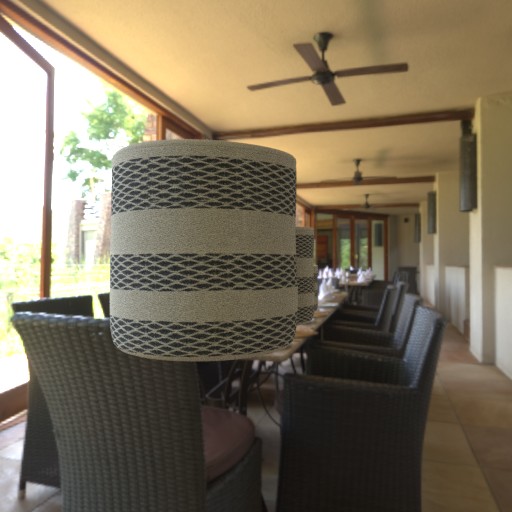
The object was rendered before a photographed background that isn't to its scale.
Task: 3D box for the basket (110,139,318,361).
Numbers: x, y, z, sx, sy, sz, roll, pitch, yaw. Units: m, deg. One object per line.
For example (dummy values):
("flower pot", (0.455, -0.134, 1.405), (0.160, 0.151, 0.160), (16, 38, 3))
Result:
("basket", (0.000, 0.000, 1.117), (0.351, 0.356, 0.917), (0, -1, 20))
